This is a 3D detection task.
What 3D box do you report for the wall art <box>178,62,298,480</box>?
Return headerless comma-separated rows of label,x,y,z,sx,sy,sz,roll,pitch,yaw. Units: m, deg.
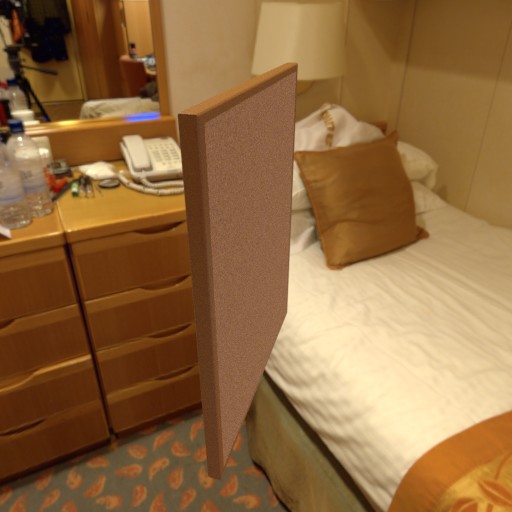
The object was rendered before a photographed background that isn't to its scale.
wall art,0.000,0.000,0.509,0.015,0.379,0.310,8,31,15
